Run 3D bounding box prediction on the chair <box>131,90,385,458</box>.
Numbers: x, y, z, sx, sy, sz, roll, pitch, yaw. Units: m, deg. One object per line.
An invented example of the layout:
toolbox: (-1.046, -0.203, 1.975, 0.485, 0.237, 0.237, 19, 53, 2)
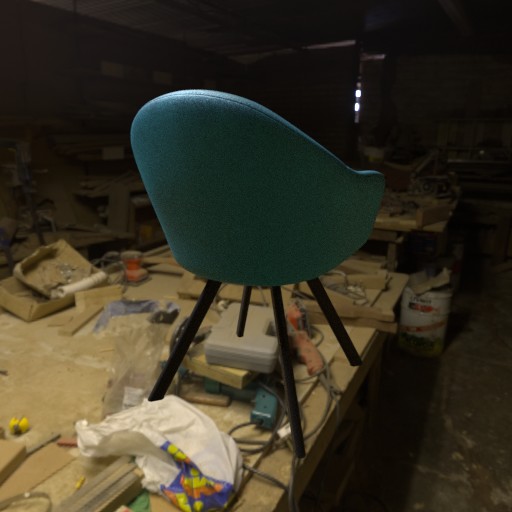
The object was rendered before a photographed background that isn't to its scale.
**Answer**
chair: (0.000, 0.000, 1.154, 0.540, 0.780, 0.570, 9, 18, 28)
